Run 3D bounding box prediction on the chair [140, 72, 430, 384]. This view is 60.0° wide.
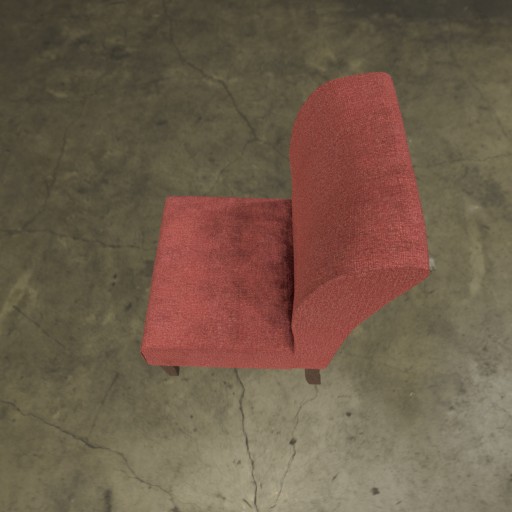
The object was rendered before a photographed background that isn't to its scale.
[{"bbox_3d":[0.000,0.000,1.256,0.640,0.846,0.538,2,59,1],"label":"chair"}]
